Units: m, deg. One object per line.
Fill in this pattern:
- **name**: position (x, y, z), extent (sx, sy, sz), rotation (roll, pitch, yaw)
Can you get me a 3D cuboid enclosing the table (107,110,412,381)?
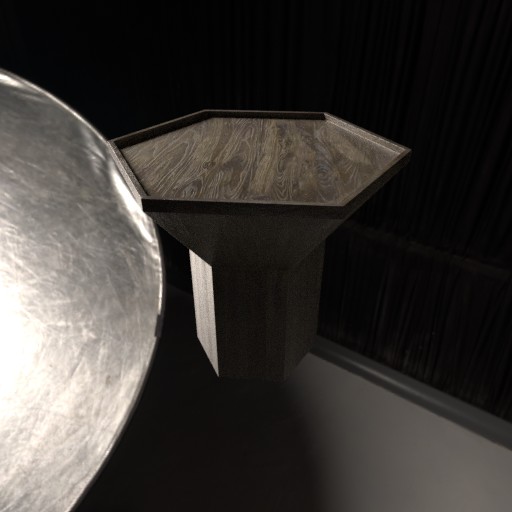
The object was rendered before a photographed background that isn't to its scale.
- **table**: position (0.000, 0.000, 1.148), extent (0.592, 0.586, 0.683), rotation (21, 38, 29)
